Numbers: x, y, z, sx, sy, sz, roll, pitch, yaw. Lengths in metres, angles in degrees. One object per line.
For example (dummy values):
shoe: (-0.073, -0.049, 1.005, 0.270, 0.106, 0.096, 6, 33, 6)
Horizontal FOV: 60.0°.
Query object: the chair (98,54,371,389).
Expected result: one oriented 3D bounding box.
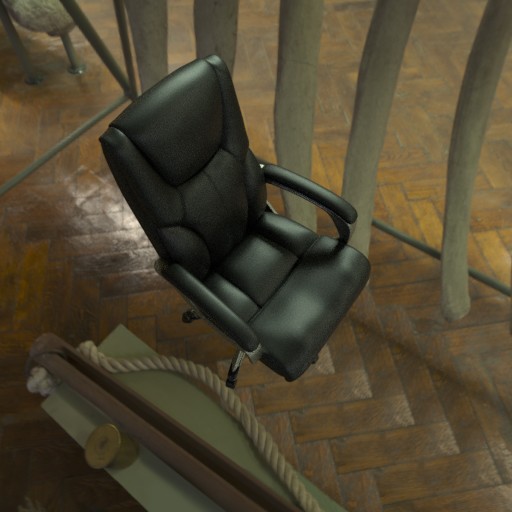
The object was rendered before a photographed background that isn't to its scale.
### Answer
chair: (0.000, 0.000, 1.609, 0.739, 1.155, 0.663, 32, 63, 19)
